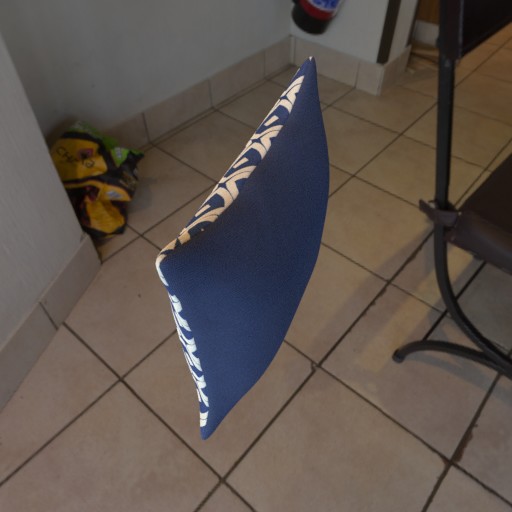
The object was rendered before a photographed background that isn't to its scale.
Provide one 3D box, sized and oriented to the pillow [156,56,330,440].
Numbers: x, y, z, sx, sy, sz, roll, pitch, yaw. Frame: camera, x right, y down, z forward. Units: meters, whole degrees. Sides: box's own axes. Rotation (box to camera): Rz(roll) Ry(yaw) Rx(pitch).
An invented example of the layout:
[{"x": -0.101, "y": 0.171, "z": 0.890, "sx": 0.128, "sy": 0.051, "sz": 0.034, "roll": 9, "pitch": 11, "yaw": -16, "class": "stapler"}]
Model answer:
[{"x": 0.000, "y": 0.000, "z": 0.772, "sx": 0.188, "sy": 0.494, "sz": 0.504, "roll": 17, "pitch": 50, "yaw": 15, "class": "pillow"}]
